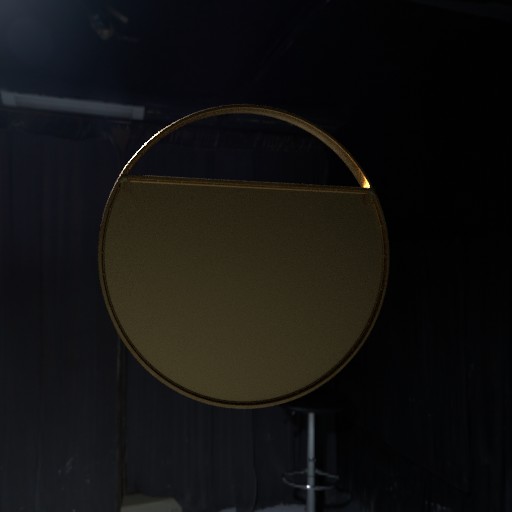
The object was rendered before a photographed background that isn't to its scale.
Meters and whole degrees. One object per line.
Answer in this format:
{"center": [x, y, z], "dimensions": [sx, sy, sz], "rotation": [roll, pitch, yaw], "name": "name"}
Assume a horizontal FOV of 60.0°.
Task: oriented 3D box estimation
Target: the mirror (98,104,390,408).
{"center": [0.000, 0.000, 0.842], "dimensions": [0.565, 0.565, 0.032], "rotation": [0, -1, -17], "name": "mirror"}
